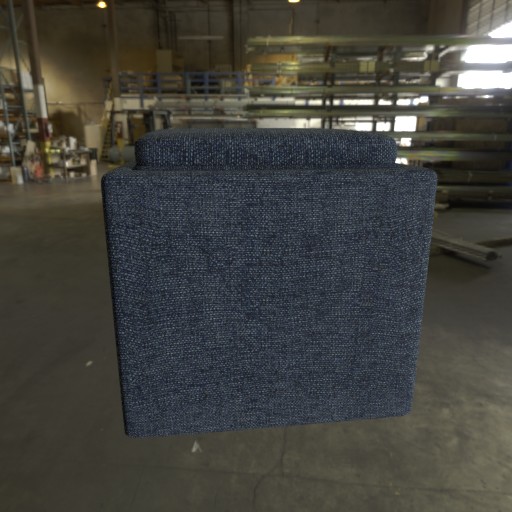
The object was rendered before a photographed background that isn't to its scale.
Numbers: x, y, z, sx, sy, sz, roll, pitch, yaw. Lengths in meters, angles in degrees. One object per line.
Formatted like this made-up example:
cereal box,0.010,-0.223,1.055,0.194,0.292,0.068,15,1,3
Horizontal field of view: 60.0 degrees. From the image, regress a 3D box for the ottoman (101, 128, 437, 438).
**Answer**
ottoman,0.000,0.000,0.828,0.450,0.460,0.450,-2,16,-7
